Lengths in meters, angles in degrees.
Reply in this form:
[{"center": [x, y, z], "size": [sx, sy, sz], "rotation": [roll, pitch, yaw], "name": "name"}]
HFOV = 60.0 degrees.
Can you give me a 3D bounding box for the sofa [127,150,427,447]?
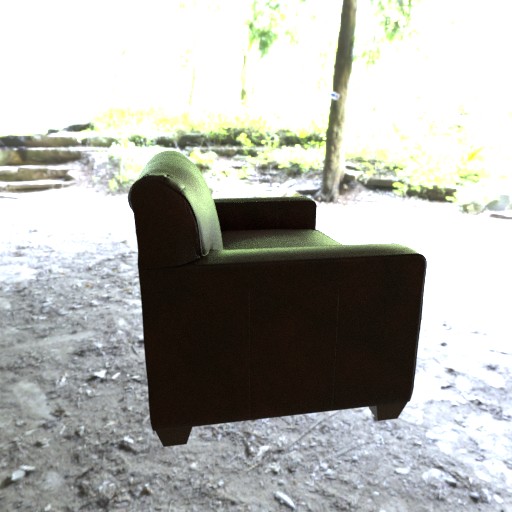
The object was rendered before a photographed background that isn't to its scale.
[{"center": [0.000, 0.000, 2.092], "size": [1.000, 0.956, 1.413], "rotation": [-3, 16, -10], "name": "sofa"}]
